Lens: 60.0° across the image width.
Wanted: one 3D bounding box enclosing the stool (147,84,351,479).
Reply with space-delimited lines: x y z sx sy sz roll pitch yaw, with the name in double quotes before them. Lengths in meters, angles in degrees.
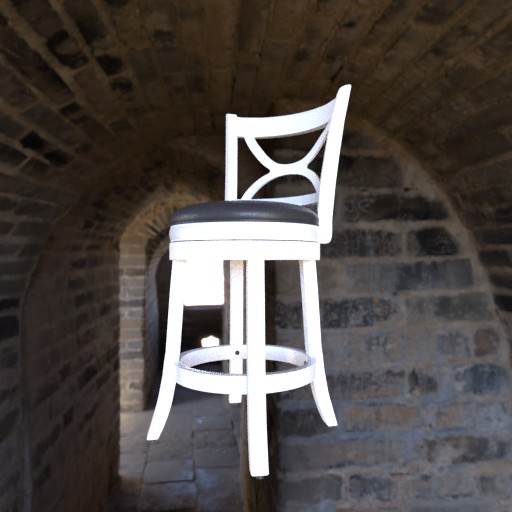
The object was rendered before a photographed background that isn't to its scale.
"stool" 0.000 0.000 1.238 0.444 0.953 0.508 0 -1 35
